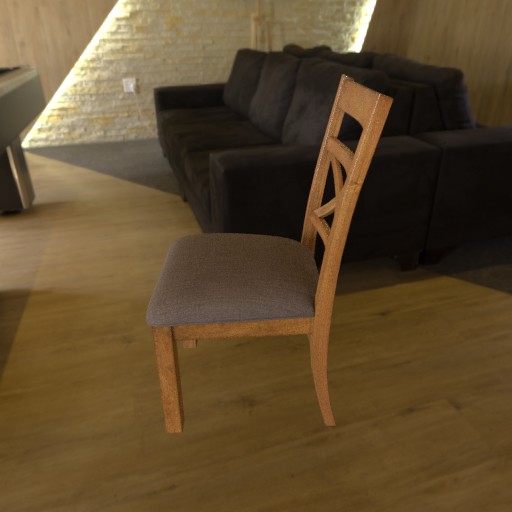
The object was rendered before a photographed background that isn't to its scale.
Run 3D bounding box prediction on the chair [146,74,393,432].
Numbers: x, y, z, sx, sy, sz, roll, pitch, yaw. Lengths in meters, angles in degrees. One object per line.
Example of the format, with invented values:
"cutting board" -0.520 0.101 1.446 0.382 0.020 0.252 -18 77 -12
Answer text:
"chair" 0.000 0.000 1.295 0.581 0.949 0.470 0 27 -1
